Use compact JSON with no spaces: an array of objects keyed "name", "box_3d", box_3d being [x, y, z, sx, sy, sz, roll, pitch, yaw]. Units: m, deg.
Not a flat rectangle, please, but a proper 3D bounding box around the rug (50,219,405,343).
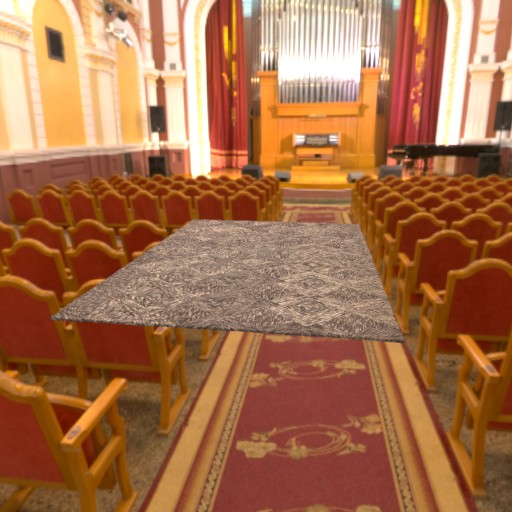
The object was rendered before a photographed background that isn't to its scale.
[{"name":"rug","box_3d":[0.000,0.000,2.300,1.189,0.011,1.808,2,16,8]}]
